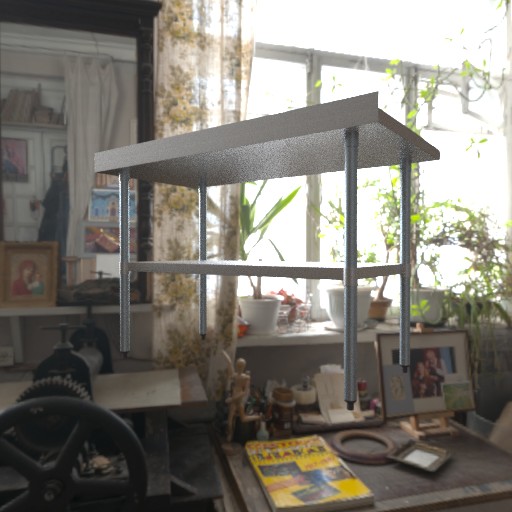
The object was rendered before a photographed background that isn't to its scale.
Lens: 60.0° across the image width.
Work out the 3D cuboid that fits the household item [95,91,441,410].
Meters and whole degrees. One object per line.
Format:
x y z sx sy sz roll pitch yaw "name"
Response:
0.000 0.000 1.732 1.219 0.851 0.610 1 1 36 "household item"
